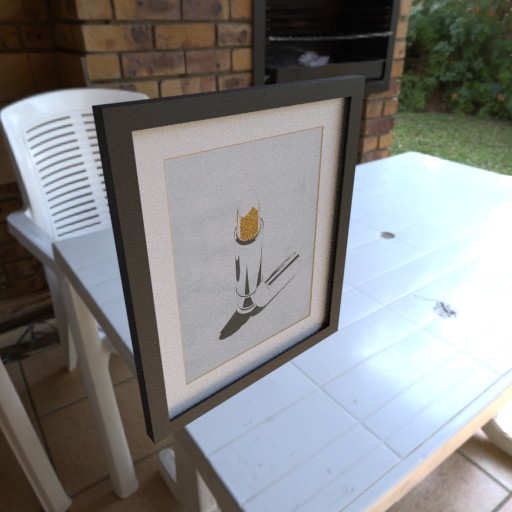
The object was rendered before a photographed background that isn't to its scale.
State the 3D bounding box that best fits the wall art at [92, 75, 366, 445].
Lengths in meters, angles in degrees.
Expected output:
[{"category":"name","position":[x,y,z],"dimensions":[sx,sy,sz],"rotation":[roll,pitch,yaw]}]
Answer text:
[{"category":"wall art","position":[0.000,0.000,0.533],"dimensions":[0.330,0.381,0.019],"rotation":[-22,35,-35]}]
